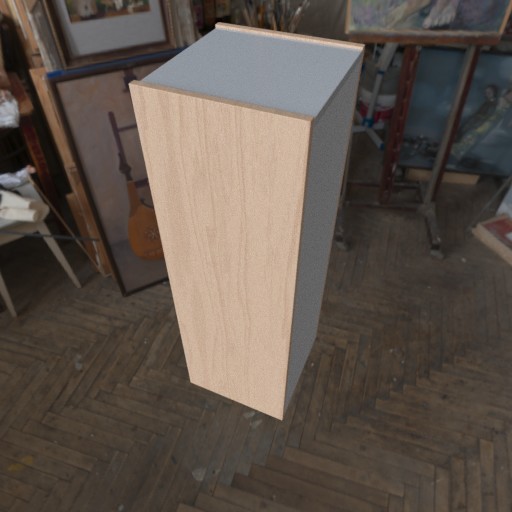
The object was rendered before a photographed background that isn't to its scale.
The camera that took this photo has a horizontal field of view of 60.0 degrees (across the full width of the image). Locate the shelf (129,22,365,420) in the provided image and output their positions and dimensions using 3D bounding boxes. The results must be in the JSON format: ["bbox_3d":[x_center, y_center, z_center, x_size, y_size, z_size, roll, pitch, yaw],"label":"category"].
[{"bbox_3d":[0.000,0.000,1.045,0.290,0.900,0.300,17,48,16],"label":"shelf"}]
